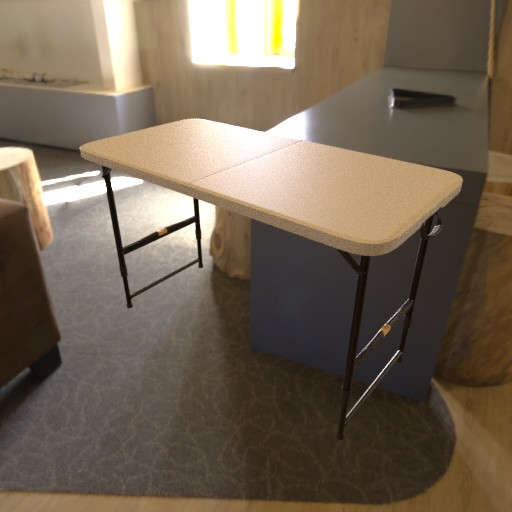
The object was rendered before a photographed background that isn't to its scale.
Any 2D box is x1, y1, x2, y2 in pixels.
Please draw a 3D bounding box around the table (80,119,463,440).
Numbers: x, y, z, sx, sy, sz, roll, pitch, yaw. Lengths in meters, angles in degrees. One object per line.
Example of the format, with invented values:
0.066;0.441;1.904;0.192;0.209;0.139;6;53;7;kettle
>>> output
0.000;0.000;1.657;1.245;0.737;0.611;22;37;33;table
